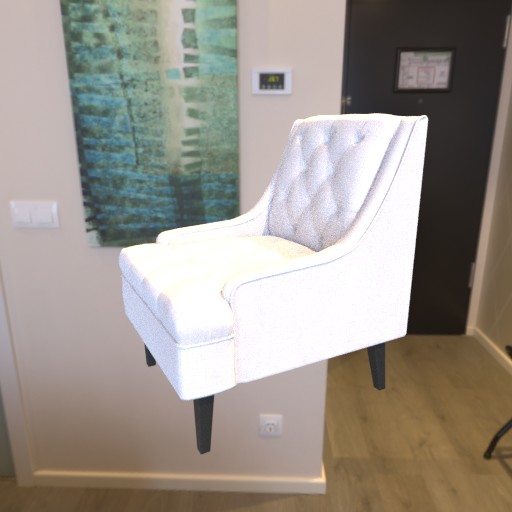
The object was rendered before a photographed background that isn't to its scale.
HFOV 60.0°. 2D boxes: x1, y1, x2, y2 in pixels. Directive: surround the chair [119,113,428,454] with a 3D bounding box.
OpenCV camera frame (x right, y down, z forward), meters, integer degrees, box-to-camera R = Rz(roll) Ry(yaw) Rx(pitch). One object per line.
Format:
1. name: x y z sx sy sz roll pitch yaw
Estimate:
1. chair: 0.000 0.000 1.448 0.772 0.891 0.658 -9 18 -27
